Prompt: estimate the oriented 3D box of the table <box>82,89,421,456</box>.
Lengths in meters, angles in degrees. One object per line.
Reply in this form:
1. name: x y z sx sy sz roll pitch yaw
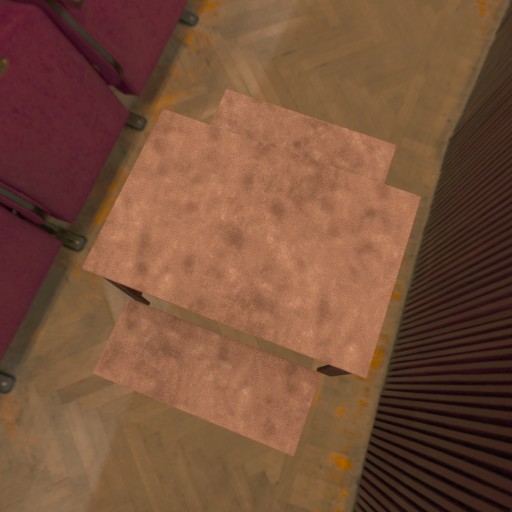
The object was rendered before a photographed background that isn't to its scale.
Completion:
1. table: 0.000 0.000 2.019 1.100 0.700 1.443 20 75 6
